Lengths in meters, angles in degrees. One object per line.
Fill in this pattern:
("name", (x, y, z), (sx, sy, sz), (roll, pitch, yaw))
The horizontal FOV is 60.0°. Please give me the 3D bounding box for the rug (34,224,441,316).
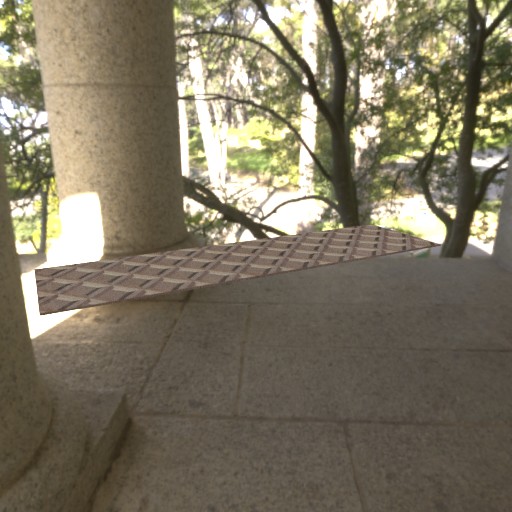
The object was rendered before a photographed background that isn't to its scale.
("rug", (0.000, 0.000, 2.717), (2.437, 0.013, 0.685), (-9, 19, -26))
